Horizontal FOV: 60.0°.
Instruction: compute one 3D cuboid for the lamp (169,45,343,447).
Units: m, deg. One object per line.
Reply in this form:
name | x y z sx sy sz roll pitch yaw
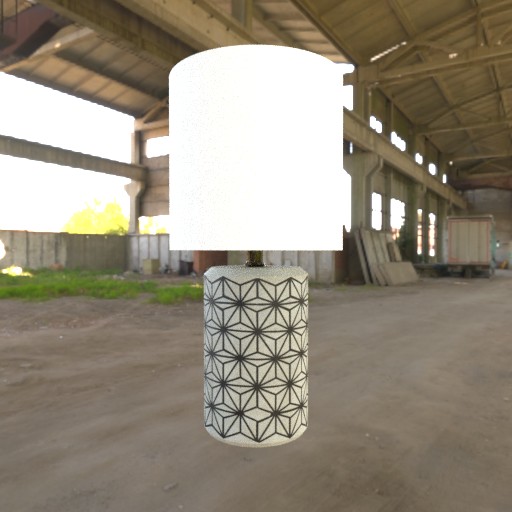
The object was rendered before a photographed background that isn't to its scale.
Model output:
lamp | 0.000 0.000 0.539 0.206 0.416 0.206 0 1 -1
